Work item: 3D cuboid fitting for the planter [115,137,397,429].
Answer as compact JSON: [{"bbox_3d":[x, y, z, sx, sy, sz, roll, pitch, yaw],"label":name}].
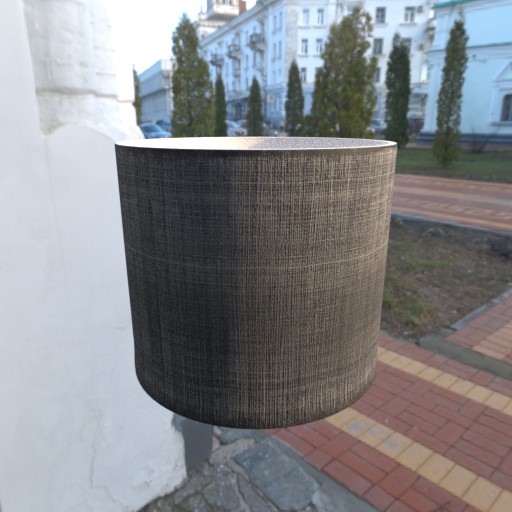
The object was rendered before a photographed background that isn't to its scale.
[{"bbox_3d":[0.000,0.000,0.314,0.178,0.157,0.178,0,17,0],"label":"planter"}]
